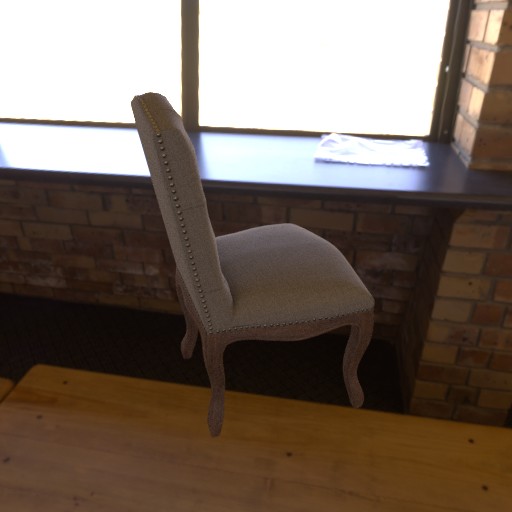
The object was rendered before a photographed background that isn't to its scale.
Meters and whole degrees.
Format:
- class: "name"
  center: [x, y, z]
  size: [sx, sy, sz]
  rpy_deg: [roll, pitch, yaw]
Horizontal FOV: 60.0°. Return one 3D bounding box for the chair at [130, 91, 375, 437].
- class: "chair"
  center: [0.000, 0.000, 1.645]
  size: [0.731, 1.191, 0.637]
  rpy_deg: [-11, 31, -18]
